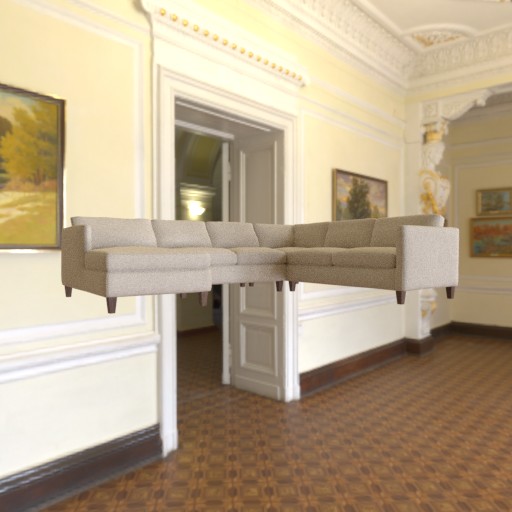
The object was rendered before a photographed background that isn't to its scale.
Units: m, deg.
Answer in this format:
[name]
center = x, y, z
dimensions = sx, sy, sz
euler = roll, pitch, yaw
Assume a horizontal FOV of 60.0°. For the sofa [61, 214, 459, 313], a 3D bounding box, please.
[sofa]
center = 0.000, 0.000, 4.509
dimensions = 3.238, 0.853, 2.551
euler = -1, 1, -35
